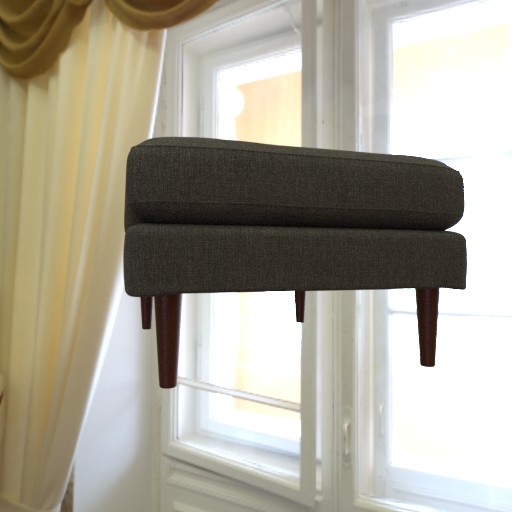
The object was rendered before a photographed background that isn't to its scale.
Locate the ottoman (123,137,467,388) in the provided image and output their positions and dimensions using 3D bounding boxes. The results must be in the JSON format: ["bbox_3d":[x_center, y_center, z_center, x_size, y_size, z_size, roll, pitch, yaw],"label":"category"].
[{"bbox_3d":[0.000,0.000,1.210,0.693,0.474,0.821,0,-1,-17],"label":"ottoman"}]
